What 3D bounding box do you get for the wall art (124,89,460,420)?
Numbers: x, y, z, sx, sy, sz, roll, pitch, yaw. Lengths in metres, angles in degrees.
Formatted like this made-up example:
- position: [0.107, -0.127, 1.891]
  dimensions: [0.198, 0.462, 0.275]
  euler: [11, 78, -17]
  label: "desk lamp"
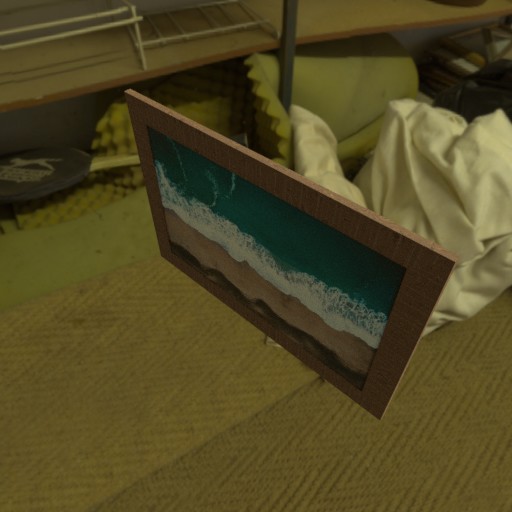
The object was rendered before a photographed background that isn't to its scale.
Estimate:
- position: [0.000, 0.000, 1.185]
  dimensions: [0.917, 0.626, 0.019]
  euler: [33, 55, 28]
  label: "wall art"
